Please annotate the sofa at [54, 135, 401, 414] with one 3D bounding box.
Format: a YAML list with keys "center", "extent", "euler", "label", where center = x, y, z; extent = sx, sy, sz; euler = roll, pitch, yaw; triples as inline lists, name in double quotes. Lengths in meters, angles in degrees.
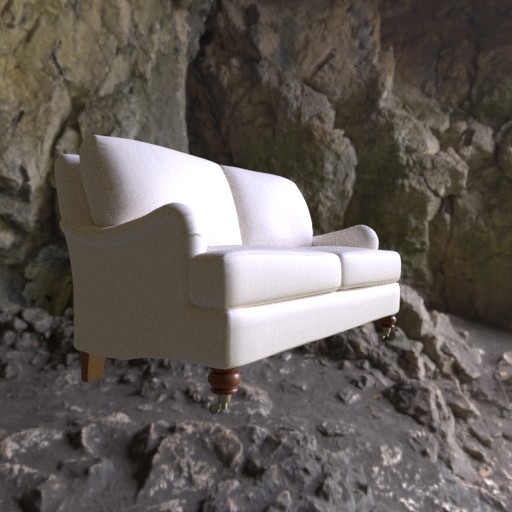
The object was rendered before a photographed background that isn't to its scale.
- center: [0.000, 0.000, 2.469]
  extent: [1.084, 1.101, 1.853]
  euler: [0, 1, 36]
  label: "sofa"
